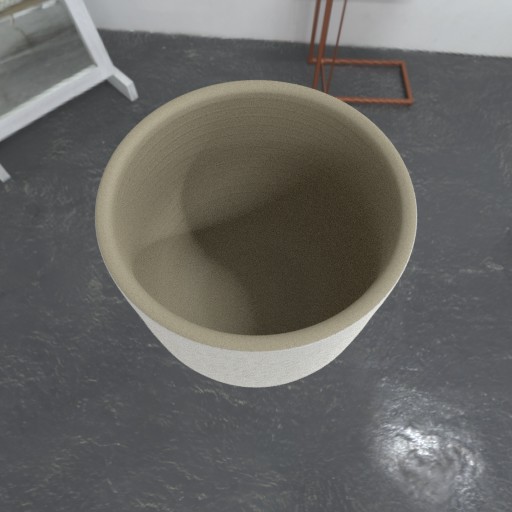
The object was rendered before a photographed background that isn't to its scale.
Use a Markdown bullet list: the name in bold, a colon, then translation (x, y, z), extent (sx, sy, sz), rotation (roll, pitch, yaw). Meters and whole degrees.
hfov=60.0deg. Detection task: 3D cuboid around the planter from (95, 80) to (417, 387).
- **planter**: translation (0.000, 0.000, 0.221), extent (0.124, 0.109, 0.124), rotation (0, 64, 0)
